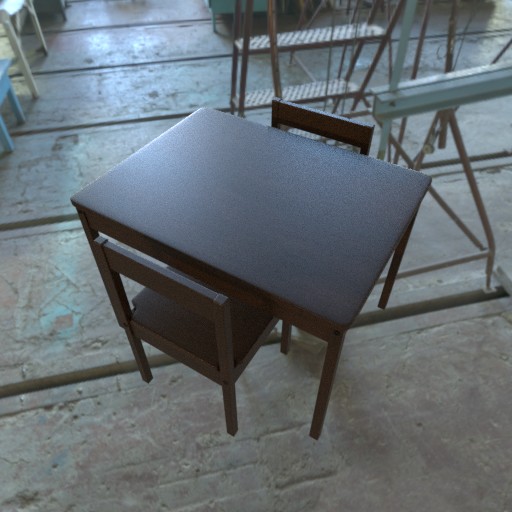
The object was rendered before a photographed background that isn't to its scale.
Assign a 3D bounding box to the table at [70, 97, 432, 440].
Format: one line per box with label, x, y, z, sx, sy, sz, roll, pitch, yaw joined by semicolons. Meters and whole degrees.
table;0.000;0.000;1.130;0.650;0.503;0.672;23;50;22
